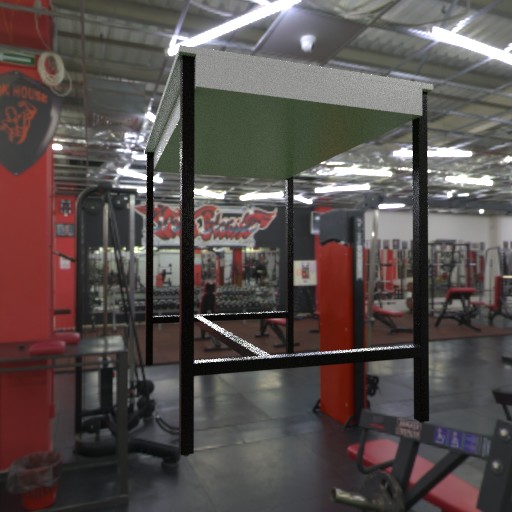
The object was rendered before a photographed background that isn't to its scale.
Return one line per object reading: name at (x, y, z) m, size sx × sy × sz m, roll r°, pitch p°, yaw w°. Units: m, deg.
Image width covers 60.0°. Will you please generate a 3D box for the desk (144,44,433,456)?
desk at (0.000, 0.000, 1.288) m, size 0.573 × 0.766 × 0.811 m, roll 0°, pitch -1°, yaw -19°
